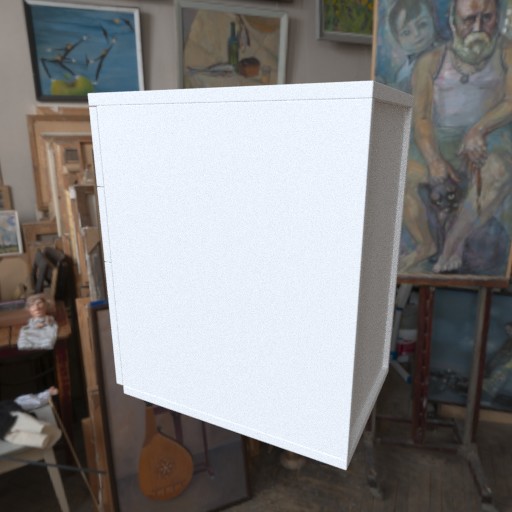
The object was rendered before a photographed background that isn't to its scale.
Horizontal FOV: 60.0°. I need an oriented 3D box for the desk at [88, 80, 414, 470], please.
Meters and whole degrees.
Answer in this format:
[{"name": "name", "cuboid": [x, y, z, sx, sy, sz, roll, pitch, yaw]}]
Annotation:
[{"name": "desk", "cuboid": [0.000, 0.000, 1.066, 0.600, 0.730, 0.404, 8, 18, 26]}]
